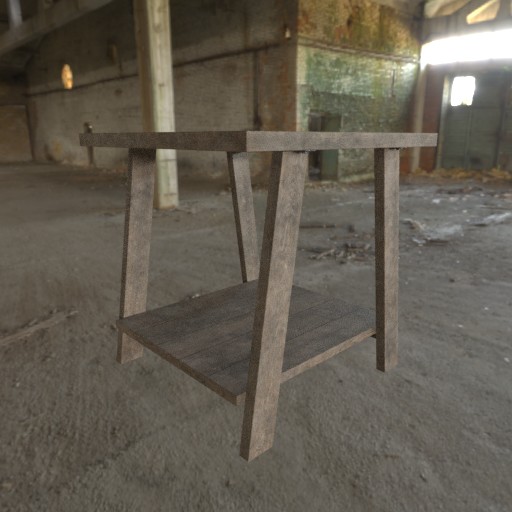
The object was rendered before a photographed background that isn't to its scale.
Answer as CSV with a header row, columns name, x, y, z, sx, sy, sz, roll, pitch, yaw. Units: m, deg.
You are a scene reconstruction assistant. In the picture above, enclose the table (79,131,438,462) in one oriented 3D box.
name,x,y,z,sx,sy,sz,roll,pitch,yaw
table,0.000,0.000,1.142,0.610,0.610,0.610,-14,20,-41
